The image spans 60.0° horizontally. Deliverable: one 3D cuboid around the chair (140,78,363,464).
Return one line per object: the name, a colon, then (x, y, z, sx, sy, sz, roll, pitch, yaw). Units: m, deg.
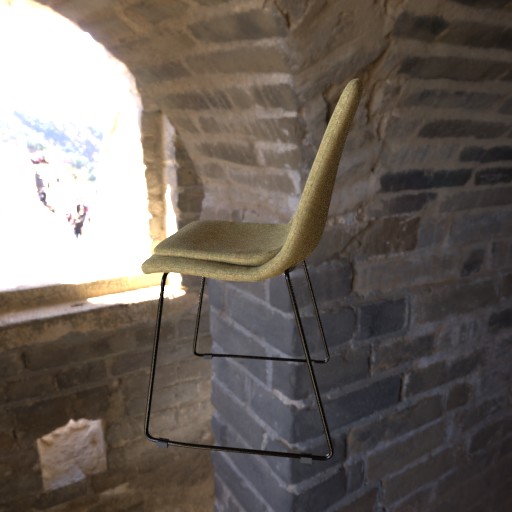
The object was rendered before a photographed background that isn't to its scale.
chair: (0.000, 0.000, 1.160, 0.496, 0.849, 0.479, 2, 15, 8)
